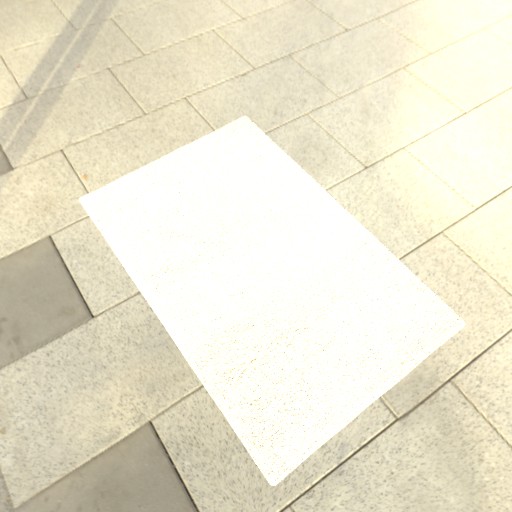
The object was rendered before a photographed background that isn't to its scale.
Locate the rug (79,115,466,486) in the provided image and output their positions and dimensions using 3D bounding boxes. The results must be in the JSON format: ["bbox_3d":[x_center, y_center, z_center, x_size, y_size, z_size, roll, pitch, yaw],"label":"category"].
[{"bbox_3d":[0.000,0.000,3.511,1.778,0.030,2.743,-32,63,-18],"label":"rug"}]
